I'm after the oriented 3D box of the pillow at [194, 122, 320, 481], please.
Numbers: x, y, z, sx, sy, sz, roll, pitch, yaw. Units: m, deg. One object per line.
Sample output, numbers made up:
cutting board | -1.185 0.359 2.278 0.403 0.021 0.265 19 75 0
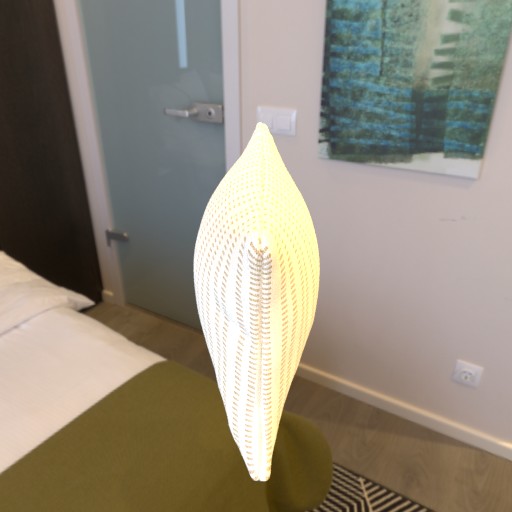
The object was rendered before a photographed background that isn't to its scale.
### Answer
pillow | 0.000 0.000 0.783 0.210 0.353 0.640 0 27 1
